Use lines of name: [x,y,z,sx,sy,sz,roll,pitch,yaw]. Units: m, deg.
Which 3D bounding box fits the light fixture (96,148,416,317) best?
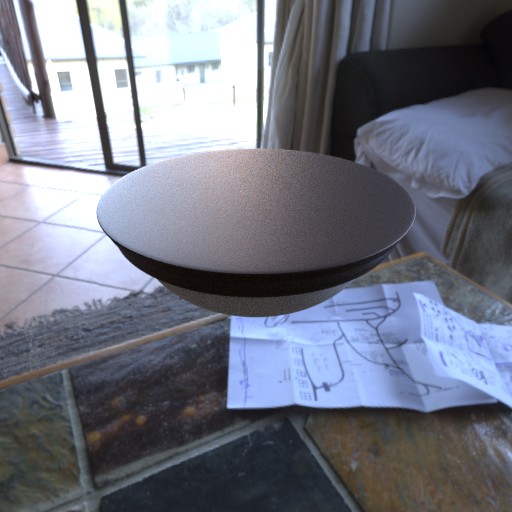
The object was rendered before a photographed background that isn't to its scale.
light fixture: [0.000,0.000,0.440,0.280,0.135,0.280,0,30,0]
